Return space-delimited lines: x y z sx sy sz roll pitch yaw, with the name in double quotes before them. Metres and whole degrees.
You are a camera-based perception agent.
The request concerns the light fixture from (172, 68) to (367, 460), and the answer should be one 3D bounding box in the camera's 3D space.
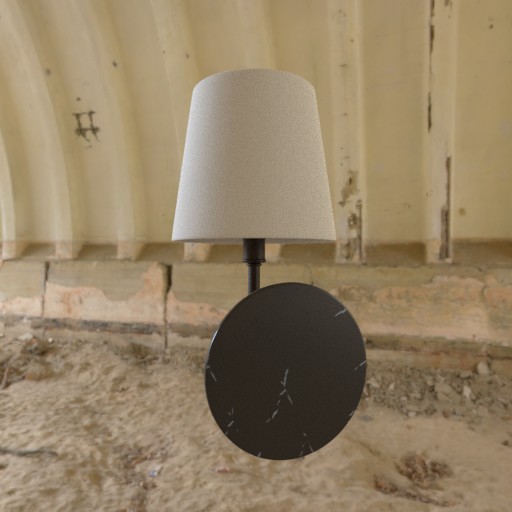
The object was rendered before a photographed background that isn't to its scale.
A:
"light fixture" 0.000 0.000 0.455 0.168 0.337 0.188 0 0 -18
